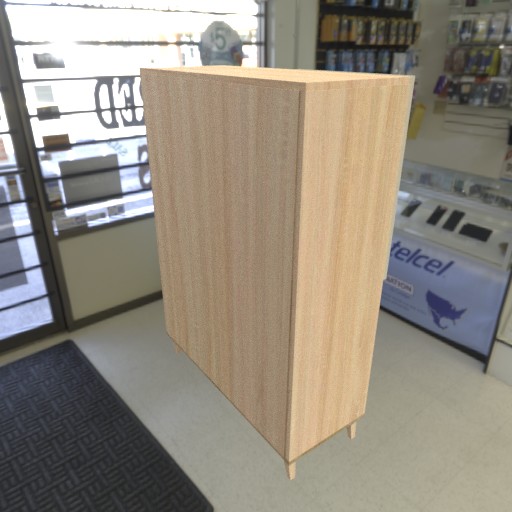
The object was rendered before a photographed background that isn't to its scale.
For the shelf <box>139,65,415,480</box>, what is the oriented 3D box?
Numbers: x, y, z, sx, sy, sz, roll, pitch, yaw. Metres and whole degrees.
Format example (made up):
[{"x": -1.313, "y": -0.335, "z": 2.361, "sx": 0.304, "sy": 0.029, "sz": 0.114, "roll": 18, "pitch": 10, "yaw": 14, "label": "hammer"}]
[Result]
[{"x": 0.000, "y": 0.000, "z": 1.820, "sx": 0.434, "sy": 1.405, "sz": 0.995, "roll": -17, "pitch": 30, "yaw": -32, "label": "shelf"}]
